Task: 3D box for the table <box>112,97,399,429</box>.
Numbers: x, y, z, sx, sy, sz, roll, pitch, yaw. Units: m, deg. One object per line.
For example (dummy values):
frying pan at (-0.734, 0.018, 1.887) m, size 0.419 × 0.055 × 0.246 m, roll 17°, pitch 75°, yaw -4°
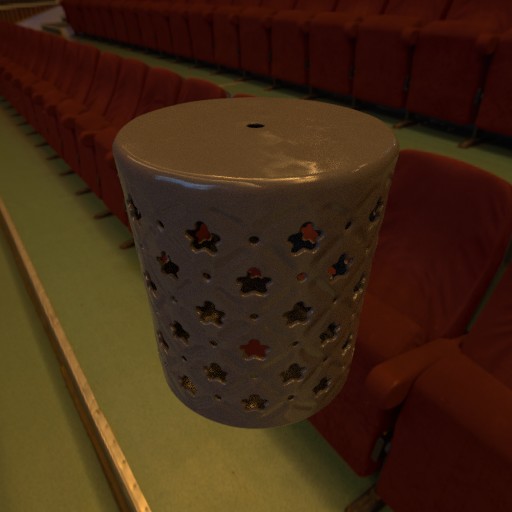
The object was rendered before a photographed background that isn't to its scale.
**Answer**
table at (0.000, 0.000, 0.658) m, size 0.352 × 0.387 × 0.352 m, roll 0°, pitch 32°, yaw 0°
